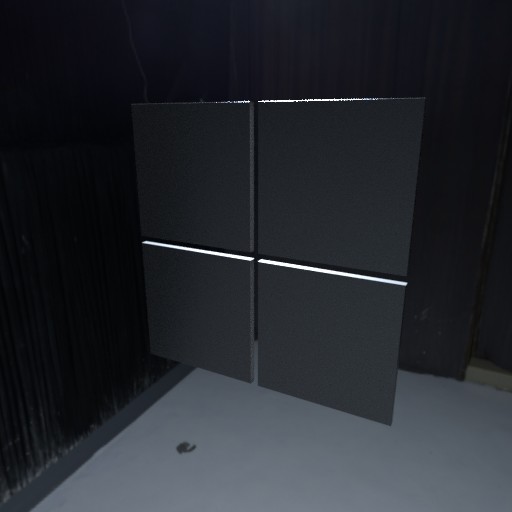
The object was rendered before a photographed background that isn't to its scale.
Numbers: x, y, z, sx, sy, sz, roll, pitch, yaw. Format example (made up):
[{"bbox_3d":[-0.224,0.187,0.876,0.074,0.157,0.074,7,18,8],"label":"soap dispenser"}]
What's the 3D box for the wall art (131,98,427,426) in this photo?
[{"bbox_3d":[0.000,0.000,1.700,1.118,1.118,0.029,9,19,27],"label":"wall art"}]
